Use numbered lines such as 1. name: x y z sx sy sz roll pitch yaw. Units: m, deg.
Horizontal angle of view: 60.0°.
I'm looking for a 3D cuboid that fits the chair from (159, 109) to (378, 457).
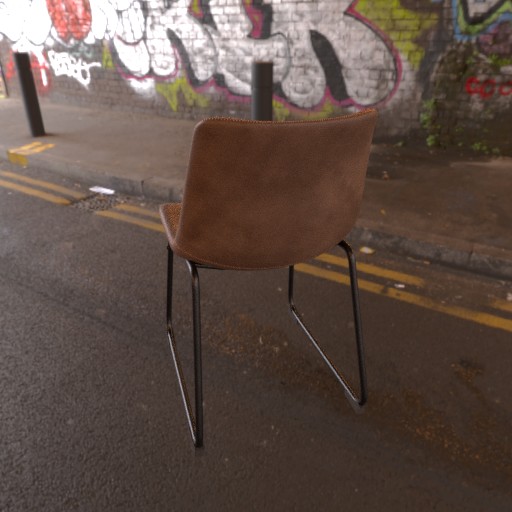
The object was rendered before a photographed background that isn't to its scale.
1. chair: 0.000 0.000 1.141 0.460 0.780 0.551 -8 28 -16
